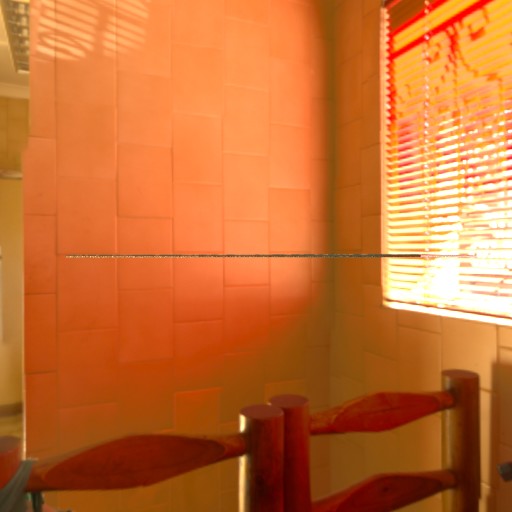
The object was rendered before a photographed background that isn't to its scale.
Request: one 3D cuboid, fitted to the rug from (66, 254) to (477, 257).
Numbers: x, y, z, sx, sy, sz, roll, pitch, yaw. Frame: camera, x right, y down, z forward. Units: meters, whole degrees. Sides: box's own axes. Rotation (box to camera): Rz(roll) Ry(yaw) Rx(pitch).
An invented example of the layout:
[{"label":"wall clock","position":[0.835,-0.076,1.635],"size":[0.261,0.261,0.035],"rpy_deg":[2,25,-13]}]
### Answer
[{"label":"rug","position":[0.000,0.000,1.456],"size":[1.219,0.007,0.604],"rpy_deg":[0,0,35]}]
